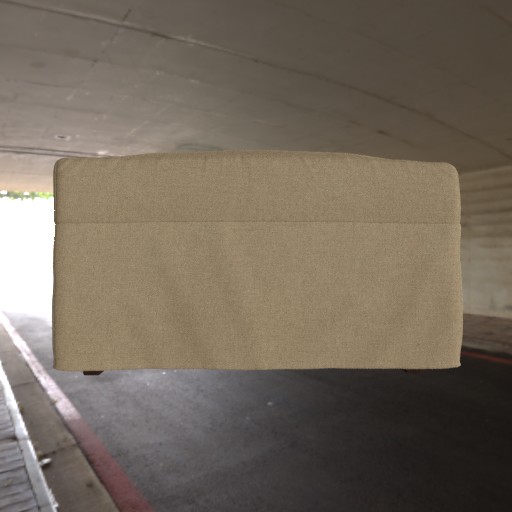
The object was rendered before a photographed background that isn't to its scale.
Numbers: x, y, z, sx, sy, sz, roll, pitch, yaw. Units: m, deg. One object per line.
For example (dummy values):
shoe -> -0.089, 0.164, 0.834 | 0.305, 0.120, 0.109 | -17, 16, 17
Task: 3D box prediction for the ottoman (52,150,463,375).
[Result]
ottoman -> 0.000, 0.000, 1.197 | 0.833, 0.485, 0.650 | 0, 0, -1
